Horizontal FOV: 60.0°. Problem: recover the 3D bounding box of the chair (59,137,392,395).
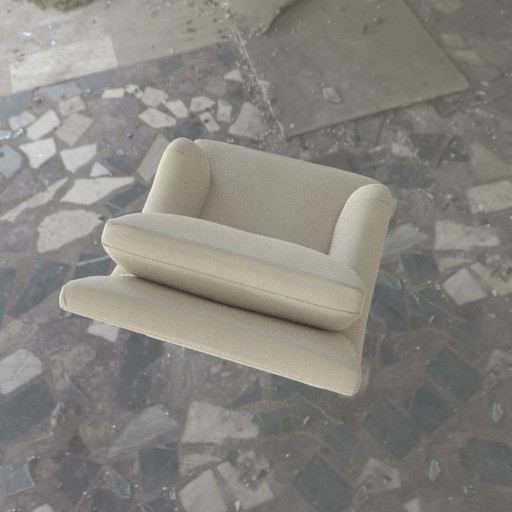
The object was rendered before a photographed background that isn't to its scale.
[{"bbox_3d":[0.000,0.000,1.841,0.955,1.038,1.070,15,65,7],"label":"chair"}]
